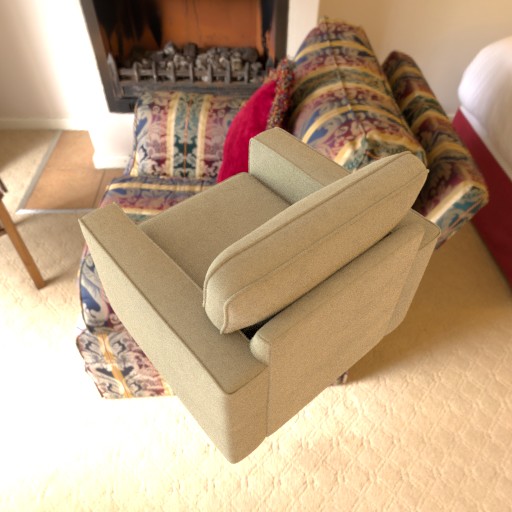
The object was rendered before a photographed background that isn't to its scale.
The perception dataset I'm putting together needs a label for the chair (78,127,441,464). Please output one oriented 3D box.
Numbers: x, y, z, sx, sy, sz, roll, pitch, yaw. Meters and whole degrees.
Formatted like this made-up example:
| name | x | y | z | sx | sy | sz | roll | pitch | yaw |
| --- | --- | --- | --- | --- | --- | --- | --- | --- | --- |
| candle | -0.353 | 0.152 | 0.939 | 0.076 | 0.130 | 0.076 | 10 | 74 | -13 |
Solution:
| name | x | y | z | sx | sy | sz | roll | pitch | yaw |
| --- | --- | --- | --- | --- | --- | --- | --- | --- | --- |
| chair | 0.000 | 0.000 | 1.745 | 1.015 | 0.965 | 0.939 | -32 | 55 | -26 |
